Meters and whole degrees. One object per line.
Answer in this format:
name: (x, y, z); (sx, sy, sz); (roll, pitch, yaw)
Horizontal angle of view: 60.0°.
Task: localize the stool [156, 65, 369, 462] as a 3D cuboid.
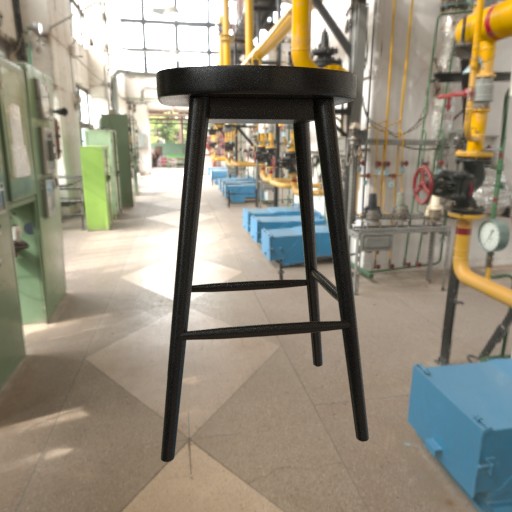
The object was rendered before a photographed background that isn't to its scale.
stool: (0.000, 0.000, 0.996); (0.440, 0.749, 0.361); (-2, 14, -9)
